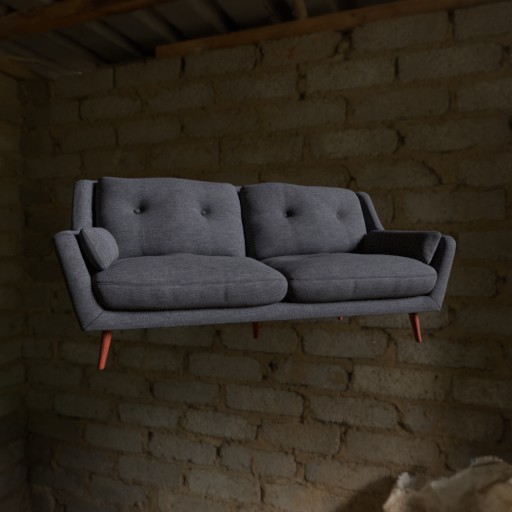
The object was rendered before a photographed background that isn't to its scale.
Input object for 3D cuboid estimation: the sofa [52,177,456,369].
[{"bbox_3d":[0.000,0.000,2.395,1.929,0.896,0.975,0,1,-19],"label":"sofa"}]
